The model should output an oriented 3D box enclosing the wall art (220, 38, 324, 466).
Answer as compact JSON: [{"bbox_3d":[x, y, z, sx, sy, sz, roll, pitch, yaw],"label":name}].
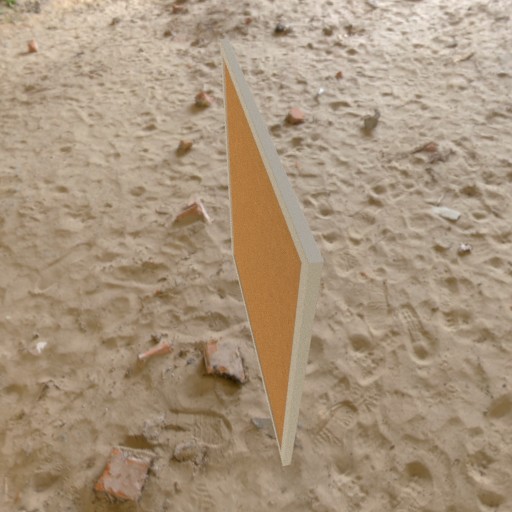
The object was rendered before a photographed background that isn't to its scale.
[{"bbox_3d":[0.000,0.000,0.665,0.012,0.457,0.457,-9,47,-8],"label":"wall art"}]
